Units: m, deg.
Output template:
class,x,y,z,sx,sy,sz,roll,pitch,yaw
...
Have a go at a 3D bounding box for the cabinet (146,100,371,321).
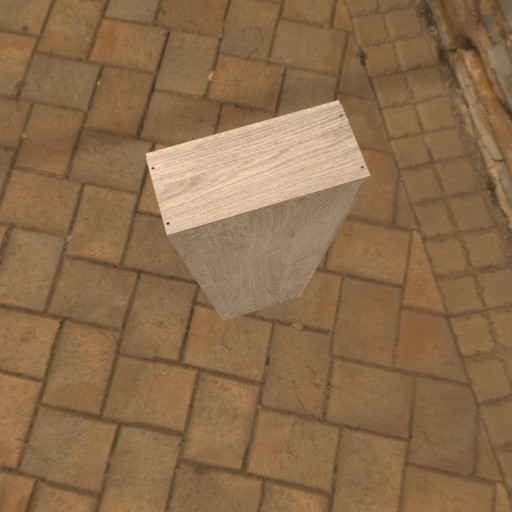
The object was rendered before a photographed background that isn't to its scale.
class,x,y,z,sx,sy,sz,roll,pitch,yaw
cabinet,0.000,0.000,1.931,0.500,1.790,0.230,-17,76,-4
